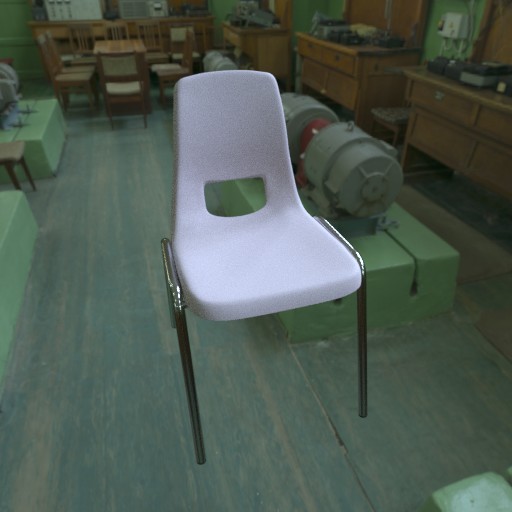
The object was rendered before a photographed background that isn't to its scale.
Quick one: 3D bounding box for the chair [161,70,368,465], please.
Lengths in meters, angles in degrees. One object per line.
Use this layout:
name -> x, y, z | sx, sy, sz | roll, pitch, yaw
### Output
chair -> 0.000, 0.000, 0.922 | 0.381, 0.653, 0.436 | -10, 34, -15
